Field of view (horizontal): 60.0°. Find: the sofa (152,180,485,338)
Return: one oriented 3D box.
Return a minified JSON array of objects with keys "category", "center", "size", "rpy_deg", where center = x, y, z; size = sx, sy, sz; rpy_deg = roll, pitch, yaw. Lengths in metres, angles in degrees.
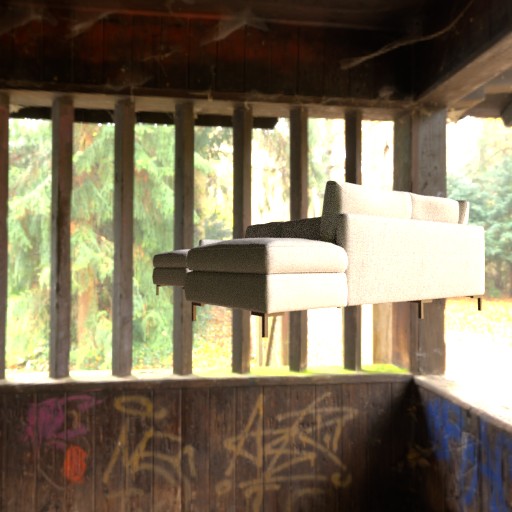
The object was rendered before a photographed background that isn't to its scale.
[{"category":"sofa","center":[0.000,0.000,3.513],"size":[1.879,0.756,2.737],"rpy_deg":[1,-1,-36]}]
